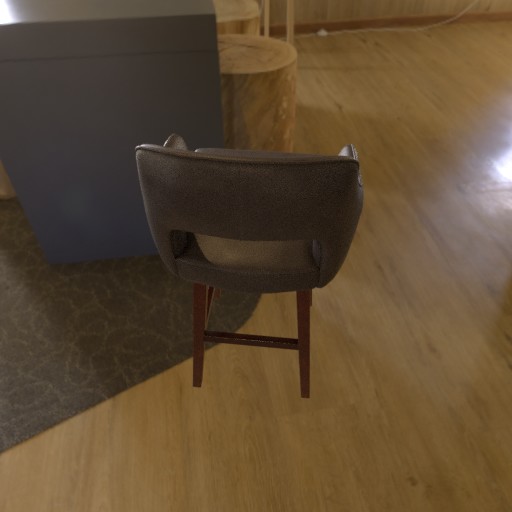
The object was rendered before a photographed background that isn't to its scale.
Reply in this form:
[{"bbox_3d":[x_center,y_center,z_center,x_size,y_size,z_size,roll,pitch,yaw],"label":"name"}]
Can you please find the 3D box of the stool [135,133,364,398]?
[{"bbox_3d":[0.000,0.000,1.353,0.550,1.041,0.560,4,46,4],"label":"stool"}]
